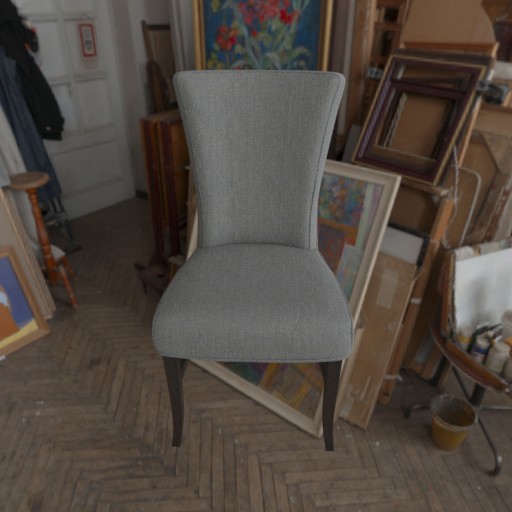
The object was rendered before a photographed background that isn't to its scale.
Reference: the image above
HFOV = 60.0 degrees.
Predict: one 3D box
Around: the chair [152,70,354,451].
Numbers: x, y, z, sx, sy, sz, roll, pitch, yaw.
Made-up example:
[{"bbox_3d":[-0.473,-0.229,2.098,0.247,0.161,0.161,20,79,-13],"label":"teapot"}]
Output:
[{"bbox_3d":[0.000,0.000,1.356,0.520,0.991,0.660,1,30,2],"label":"chair"}]
